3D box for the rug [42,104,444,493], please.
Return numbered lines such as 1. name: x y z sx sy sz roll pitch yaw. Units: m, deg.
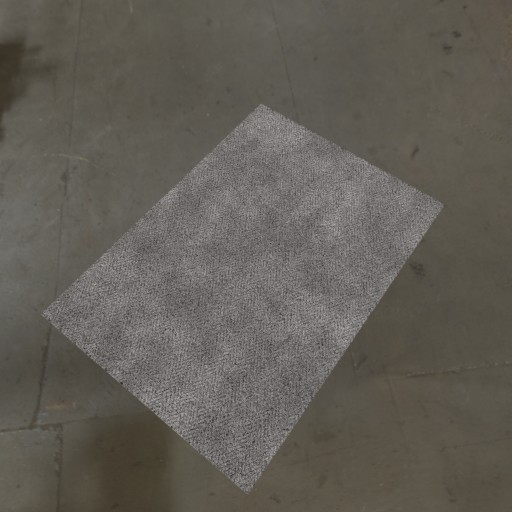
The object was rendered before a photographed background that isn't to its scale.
1. rug: 0.000 0.000 2.898 1.600 0.008 2.235 34 67 16
